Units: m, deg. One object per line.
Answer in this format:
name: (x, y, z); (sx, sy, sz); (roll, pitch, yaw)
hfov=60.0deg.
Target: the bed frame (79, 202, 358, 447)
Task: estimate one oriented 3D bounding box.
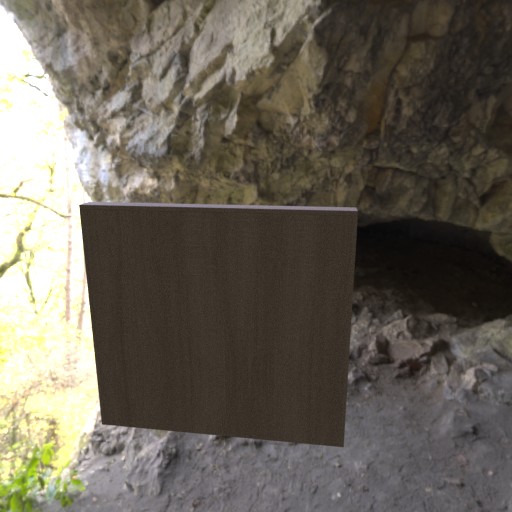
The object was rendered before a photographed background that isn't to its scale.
bed frame: (0.000, 0.000, 2.679); (0.990, 0.920, 2.140); (2, 15, 8)
